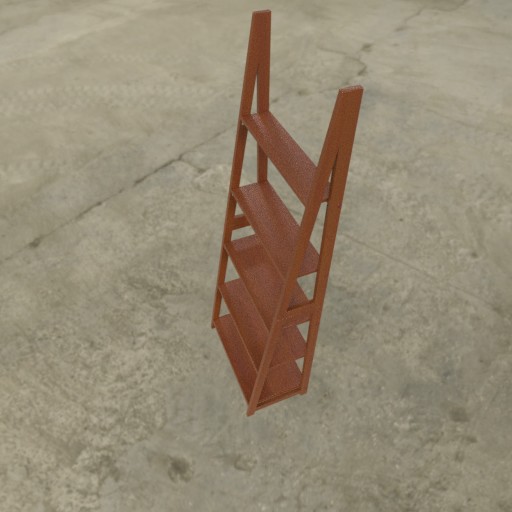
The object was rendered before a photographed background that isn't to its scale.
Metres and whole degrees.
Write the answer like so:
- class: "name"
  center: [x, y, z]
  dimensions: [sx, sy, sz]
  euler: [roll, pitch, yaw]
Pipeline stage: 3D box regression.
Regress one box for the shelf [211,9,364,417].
- class: "shelf"
  center: [0.000, 0.000, 1.967]
  dimensions: [0.356, 1.780, 0.630]
  euler: [-17, 50, -15]
